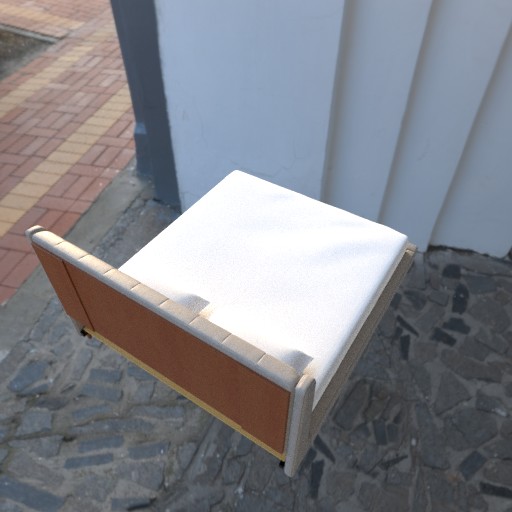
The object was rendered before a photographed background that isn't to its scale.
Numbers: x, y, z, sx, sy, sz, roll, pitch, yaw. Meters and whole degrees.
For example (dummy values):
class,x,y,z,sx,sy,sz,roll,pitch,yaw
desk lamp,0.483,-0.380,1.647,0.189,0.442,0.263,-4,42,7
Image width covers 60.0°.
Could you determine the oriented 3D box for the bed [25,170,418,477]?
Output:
class,x,y,z,sx,sy,sz,roll,pitch,yaw
bed,0.000,0.000,3.572,2.062,1.289,2.342,25,51,22
